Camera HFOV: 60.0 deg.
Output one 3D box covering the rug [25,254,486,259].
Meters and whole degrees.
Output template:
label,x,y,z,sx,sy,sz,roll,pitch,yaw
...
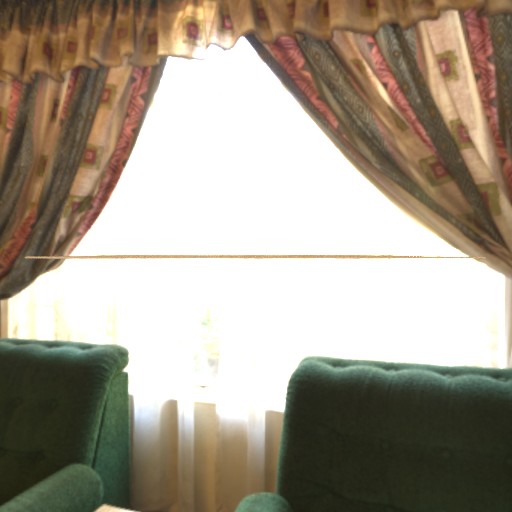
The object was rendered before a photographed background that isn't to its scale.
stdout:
label,x,y,z,sx,sy,sz,roll,pitch,yaw
rug,0.000,0.000,4.434,3.357,0.019,2.449,0,1,1
